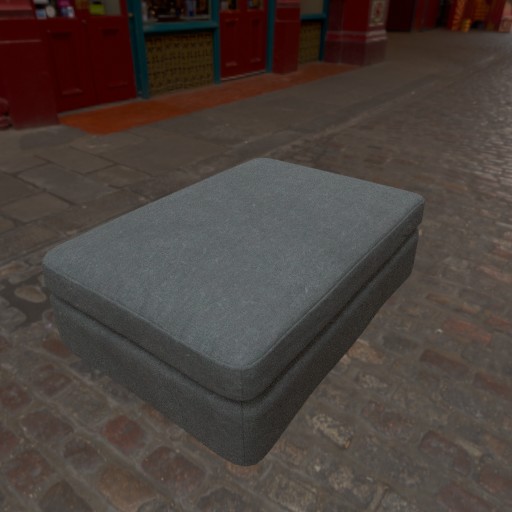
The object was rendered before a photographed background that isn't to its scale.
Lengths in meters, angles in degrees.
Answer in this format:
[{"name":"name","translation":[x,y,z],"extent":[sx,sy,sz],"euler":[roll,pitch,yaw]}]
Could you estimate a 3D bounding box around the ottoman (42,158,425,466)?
[{"name":"ottoman","translation":[0.000,0.000,1.609],"extent":[0.840,0.429,1.199],"euler":[21,37,31]}]
